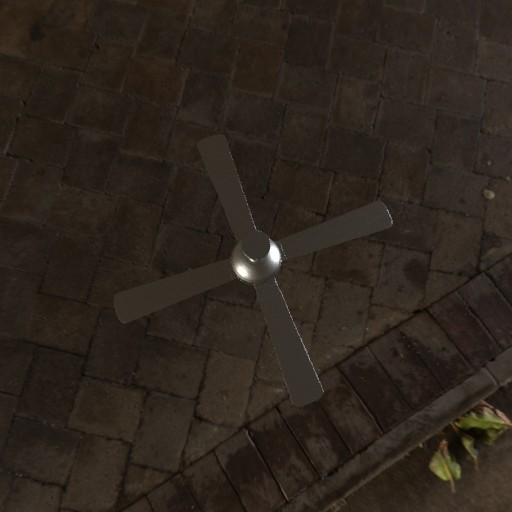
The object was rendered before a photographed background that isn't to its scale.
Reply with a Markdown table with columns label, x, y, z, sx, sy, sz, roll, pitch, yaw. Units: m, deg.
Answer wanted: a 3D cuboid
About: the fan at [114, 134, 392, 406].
| label | x | y | z | sx | sy | sz | roll | pitch | yaw |
| --- | --- | --- | --- | --- | --- | --- | --- | --- | --- |
| fan | 0.000 | 0.000 | 2.036 | 1.321 | 0.381 | 1.321 | 0 | 76 | 0 |
